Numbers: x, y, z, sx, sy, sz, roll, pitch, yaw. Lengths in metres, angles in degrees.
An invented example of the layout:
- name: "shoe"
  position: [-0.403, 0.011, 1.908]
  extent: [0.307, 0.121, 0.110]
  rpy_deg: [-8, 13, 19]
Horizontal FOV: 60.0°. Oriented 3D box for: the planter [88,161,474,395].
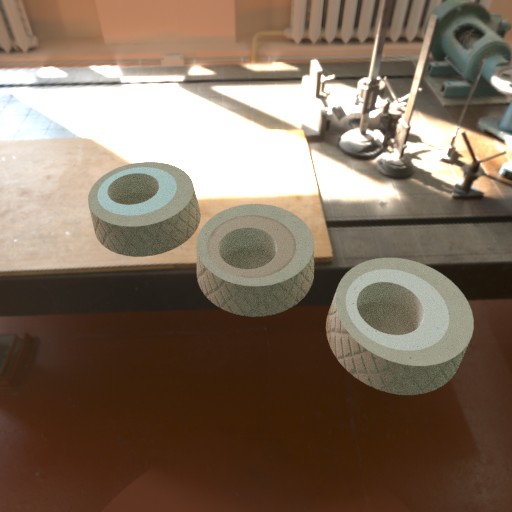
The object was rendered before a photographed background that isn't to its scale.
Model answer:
- name: "planter"
  position: [0.000, 0.000, 0.417]
  extent: [0.390, 0.038, 0.114]
  rpy_deg: [24, 51, 22]
